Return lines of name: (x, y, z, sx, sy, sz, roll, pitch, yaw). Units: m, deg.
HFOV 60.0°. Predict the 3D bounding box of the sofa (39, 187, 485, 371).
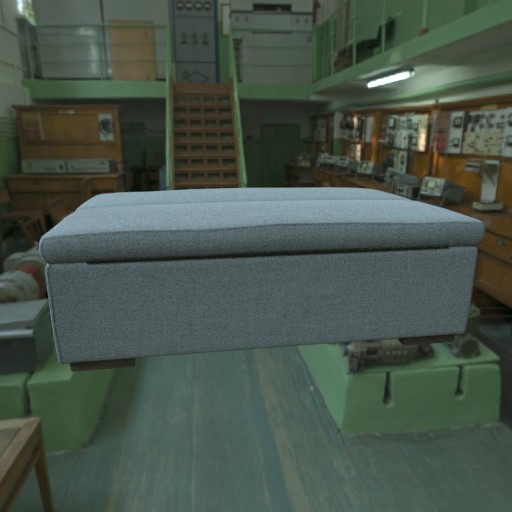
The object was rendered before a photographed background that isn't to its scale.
sofa: (0.000, 0.000, 1.630, 1.250, 0.434, 0.817, -2, 16, -9)
